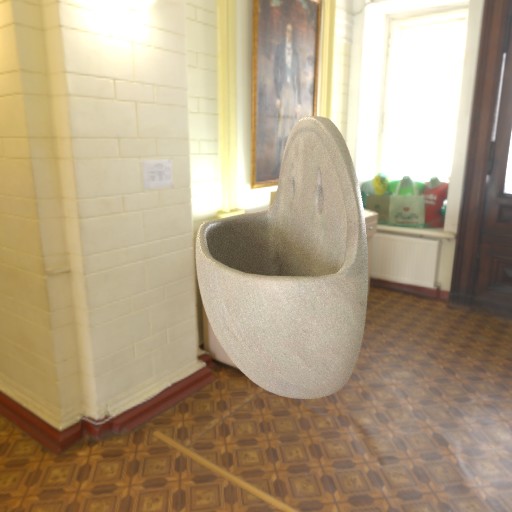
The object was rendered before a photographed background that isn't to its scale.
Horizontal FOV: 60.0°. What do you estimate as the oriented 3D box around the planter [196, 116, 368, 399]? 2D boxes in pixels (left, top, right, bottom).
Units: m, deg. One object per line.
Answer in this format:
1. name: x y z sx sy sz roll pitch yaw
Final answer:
1. planter: 0.000 0.000 0.271 0.073 0.164 0.190 -2 14 -8
